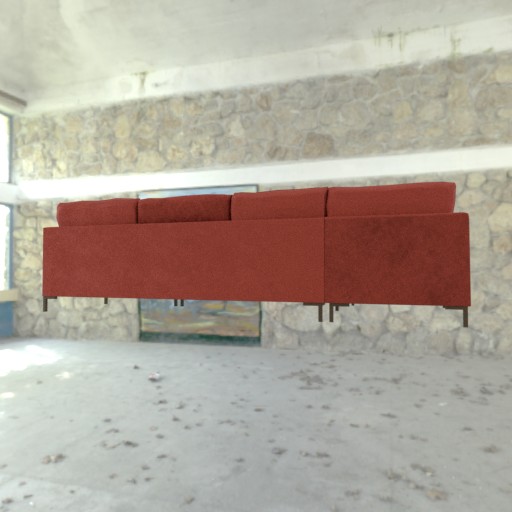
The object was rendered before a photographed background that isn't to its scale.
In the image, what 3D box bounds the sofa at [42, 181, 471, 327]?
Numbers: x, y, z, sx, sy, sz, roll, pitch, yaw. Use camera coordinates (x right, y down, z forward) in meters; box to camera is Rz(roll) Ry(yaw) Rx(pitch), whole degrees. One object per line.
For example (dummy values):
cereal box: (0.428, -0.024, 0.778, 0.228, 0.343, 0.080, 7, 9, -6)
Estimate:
sofa: (0.000, 0.000, 4.011, 3.400, 0.967, 1.500, -1, -2, 18)
